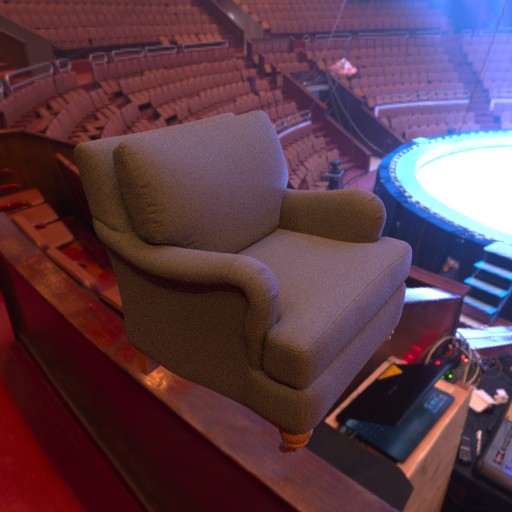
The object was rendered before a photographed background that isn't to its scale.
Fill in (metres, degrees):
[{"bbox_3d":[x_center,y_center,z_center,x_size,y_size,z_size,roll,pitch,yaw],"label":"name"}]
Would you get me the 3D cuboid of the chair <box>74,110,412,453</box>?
[{"bbox_3d":[0.000,0.000,1.864,1.070,1.038,0.955,19,33,33],"label":"chair"}]
